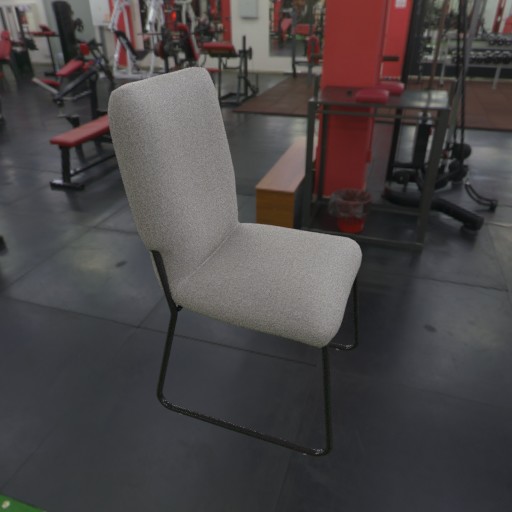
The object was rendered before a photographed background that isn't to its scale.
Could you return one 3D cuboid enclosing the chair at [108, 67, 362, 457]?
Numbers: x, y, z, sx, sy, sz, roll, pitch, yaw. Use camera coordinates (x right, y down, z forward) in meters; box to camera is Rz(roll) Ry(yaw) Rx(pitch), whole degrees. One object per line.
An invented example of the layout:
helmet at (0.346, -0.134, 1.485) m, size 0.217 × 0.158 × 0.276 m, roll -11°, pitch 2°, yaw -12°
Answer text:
chair at (0.000, 0.000, 1.163) m, size 0.560 × 0.864 × 0.448 m, roll 11°, pitch 32°, yaw 18°
